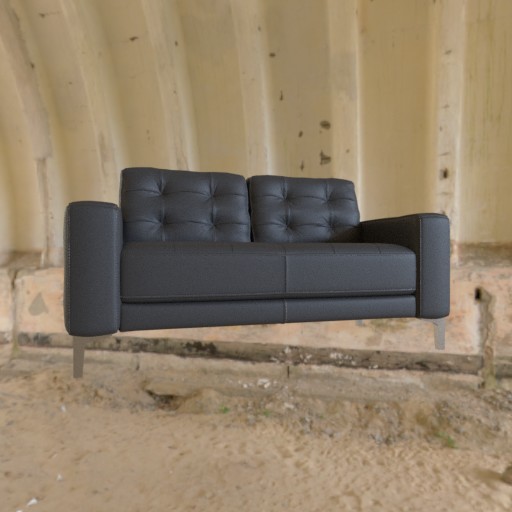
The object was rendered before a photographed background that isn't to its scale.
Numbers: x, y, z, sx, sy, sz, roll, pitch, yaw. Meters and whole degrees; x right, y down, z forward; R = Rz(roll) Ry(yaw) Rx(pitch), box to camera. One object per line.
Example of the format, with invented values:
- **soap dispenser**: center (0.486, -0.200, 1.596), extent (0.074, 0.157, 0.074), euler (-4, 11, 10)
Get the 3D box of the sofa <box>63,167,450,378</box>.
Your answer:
- **sofa**: center (0.000, 0.000, 2.234), extent (1.726, 0.893, 0.833), euler (0, 0, -18)
